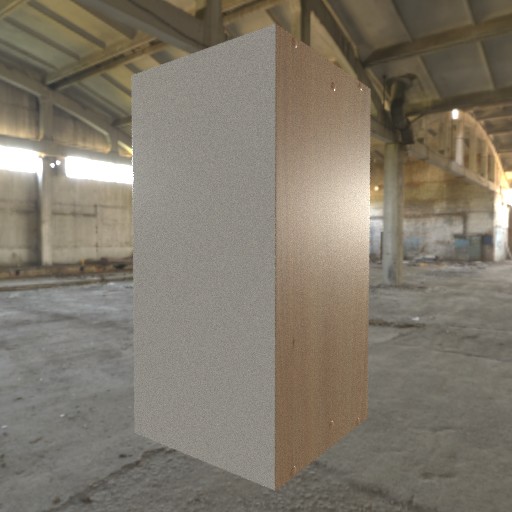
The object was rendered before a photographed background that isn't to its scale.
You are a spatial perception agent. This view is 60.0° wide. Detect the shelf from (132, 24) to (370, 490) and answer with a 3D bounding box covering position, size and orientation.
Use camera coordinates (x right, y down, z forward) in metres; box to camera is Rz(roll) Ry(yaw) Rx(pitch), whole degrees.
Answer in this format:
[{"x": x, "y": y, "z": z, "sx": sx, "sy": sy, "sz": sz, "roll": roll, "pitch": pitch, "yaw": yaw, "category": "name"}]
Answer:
[{"x": 0.000, "y": 0.000, "z": 0.767, "sx": 0.290, "sy": 0.594, "sz": 0.297, "roll": 1, "pitch": 2, "yaw": 37, "category": "shelf"}]
